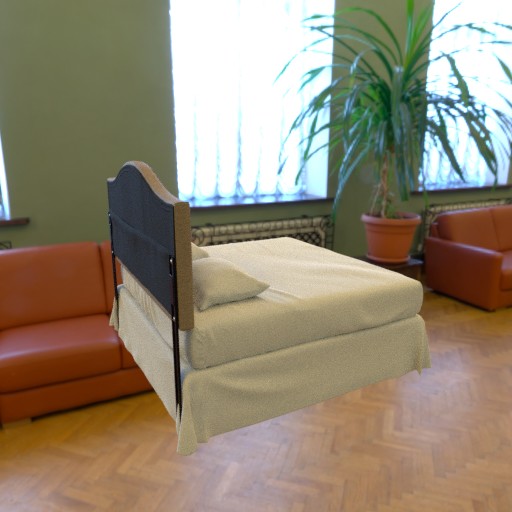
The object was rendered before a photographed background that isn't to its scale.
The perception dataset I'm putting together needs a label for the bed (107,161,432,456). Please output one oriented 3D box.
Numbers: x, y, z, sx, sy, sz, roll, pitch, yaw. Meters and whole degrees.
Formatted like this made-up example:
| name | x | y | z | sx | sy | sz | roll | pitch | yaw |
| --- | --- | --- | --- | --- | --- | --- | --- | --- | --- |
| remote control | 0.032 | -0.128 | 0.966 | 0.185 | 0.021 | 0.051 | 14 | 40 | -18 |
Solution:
| name | x | y | z | sx | sy | sz | roll | pitch | yaw |
| --- | --- | --- | --- | --- | --- | --- | --- | --- | --- |
| bed | 0.000 | 0.000 | 3.849 | 2.222 | 1.651 | 2.311 | -8 | 16 | -27 |
